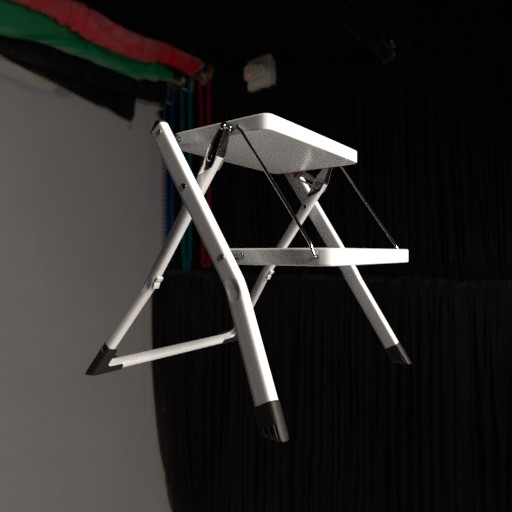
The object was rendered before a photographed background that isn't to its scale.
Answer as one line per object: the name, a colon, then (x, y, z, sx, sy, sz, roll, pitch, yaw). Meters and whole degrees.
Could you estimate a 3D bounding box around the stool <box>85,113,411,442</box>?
stool: (0.000, 0.000, 0.856, 0.490, 0.445, 0.485, 0, 1, 37)
